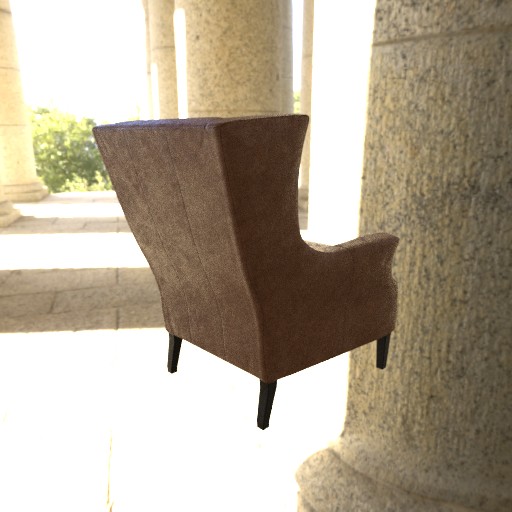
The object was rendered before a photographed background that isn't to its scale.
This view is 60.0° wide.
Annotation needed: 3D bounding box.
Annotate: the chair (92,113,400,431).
[{"bbox_3d":[0.000,0.000,1.713,0.853,1.016,0.926,14,21,43],"label":"chair"}]
